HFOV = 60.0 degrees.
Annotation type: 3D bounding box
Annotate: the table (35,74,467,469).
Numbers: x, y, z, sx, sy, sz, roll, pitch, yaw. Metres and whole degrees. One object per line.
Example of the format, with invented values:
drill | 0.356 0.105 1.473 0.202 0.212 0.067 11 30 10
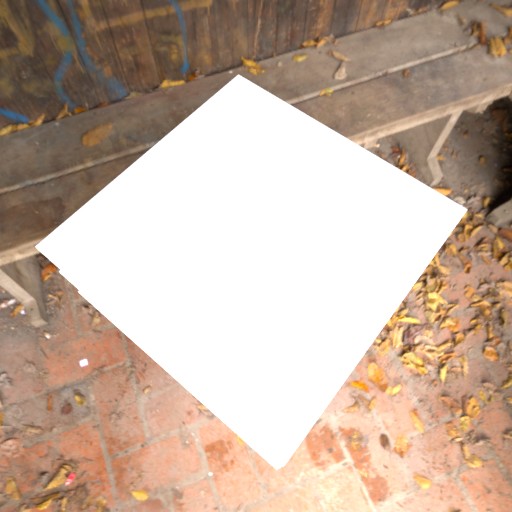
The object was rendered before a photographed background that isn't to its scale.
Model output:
table | 0.000 0.000 1.138 0.700 0.289 0.700 36 69 17
